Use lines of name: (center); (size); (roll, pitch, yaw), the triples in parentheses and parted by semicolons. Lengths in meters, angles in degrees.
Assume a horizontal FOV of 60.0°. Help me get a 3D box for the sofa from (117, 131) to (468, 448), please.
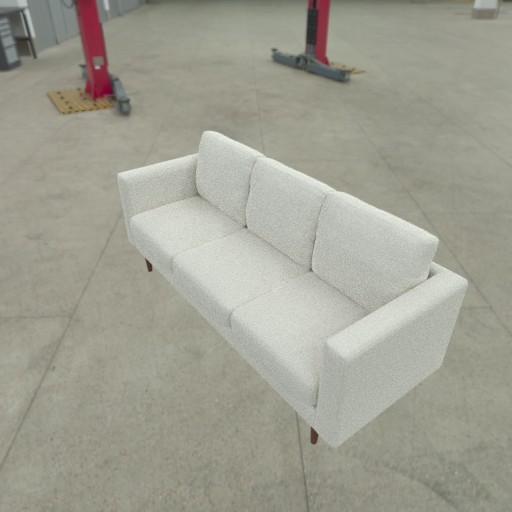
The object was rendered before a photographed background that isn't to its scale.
sofa: (0.000, 0.000, 2.517); (0.802, 0.912, 2.029); (-23, 40, -30)
